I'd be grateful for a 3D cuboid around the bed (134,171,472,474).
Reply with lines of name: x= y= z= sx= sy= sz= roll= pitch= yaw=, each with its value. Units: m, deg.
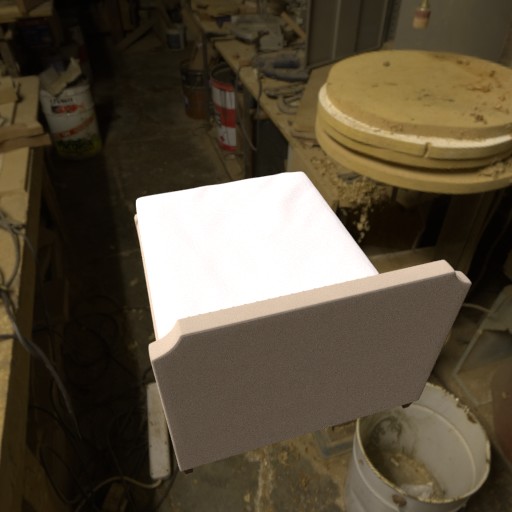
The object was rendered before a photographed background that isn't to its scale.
bed: x=0.000 y=0.000 z=3.372 sx=1.703 sy=1.415 sz=2.329 roll=-11 pitch=43 yaw=-13
